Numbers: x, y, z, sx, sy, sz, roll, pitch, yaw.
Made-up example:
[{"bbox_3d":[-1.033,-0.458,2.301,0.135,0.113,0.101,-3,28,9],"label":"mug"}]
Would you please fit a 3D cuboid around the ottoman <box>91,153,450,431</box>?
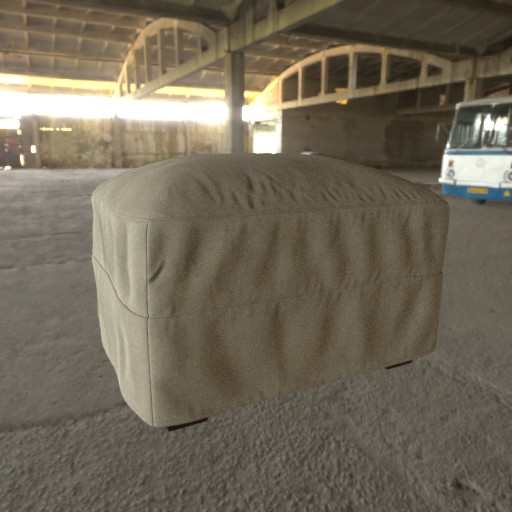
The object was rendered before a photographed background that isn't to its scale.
[{"bbox_3d":[0.000,0.000,1.059,0.712,0.480,0.584,-7,15,-26],"label":"ottoman"}]
